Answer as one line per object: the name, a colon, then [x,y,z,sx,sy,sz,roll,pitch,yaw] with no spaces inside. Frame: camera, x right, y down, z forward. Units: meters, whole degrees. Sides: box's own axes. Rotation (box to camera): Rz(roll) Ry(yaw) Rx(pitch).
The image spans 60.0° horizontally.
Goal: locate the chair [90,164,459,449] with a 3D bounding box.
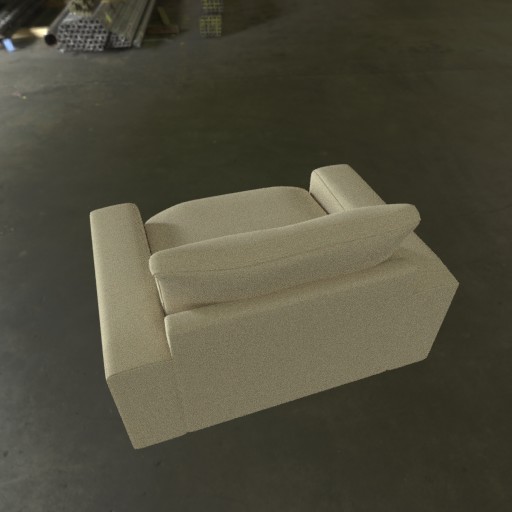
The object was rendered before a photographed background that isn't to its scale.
chair: [0.000,0.000,2.052,1.398,0.915,1.039,-13,44,-14]
